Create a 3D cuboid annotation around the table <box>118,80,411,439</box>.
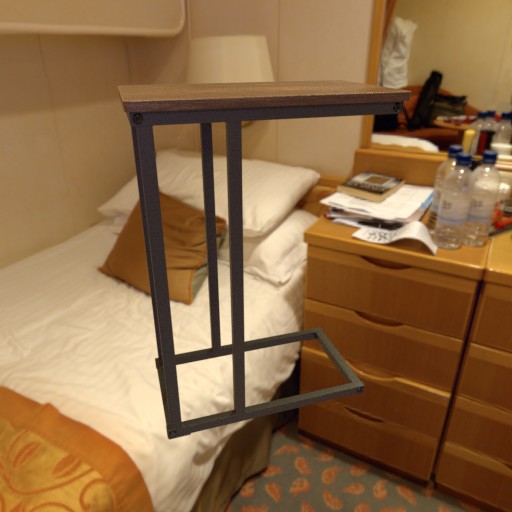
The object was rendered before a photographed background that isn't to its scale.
[{"bbox_3d":[0.000,0.000,0.897,0.450,0.637,0.254,-8,27,-16],"label":"table"}]
